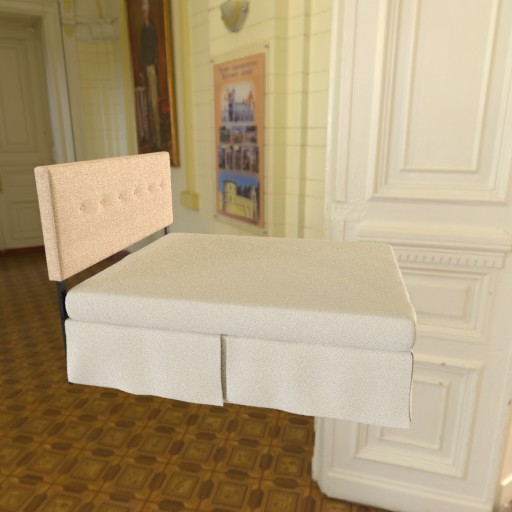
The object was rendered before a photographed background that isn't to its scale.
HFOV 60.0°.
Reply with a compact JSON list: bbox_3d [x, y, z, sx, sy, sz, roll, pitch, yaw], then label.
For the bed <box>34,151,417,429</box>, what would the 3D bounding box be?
[{"bbox_3d":[0.000,0.000,2.967,1.978,1.270,1.643,3,16,11],"label":"bed"}]
